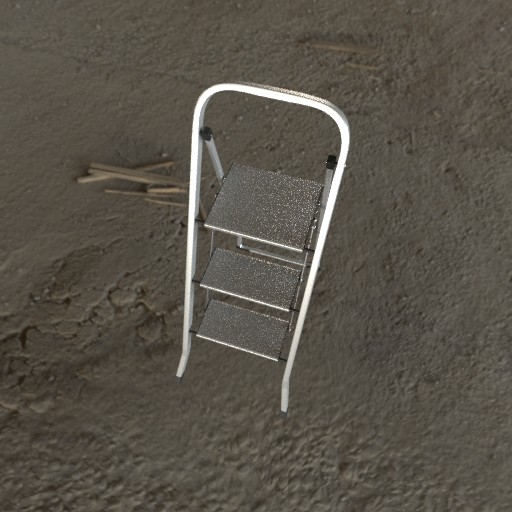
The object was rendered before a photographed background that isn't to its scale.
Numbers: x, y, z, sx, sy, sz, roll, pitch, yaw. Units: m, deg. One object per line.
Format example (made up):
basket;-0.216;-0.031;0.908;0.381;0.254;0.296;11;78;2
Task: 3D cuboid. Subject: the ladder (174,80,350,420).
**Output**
ladder;0.000;0.000;1.455;0.465;1.070;0.704;15;59;9
